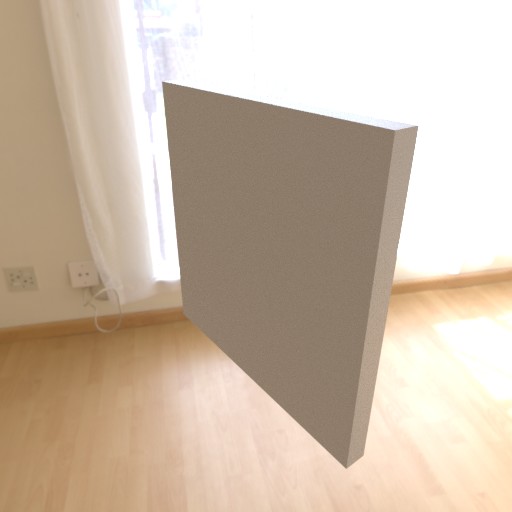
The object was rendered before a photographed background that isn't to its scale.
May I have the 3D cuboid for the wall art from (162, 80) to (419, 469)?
[{"bbox_3d":[0.000,0.000,0.521,0.027,0.355,0.355,-19,34,-32],"label":"wall art"}]
